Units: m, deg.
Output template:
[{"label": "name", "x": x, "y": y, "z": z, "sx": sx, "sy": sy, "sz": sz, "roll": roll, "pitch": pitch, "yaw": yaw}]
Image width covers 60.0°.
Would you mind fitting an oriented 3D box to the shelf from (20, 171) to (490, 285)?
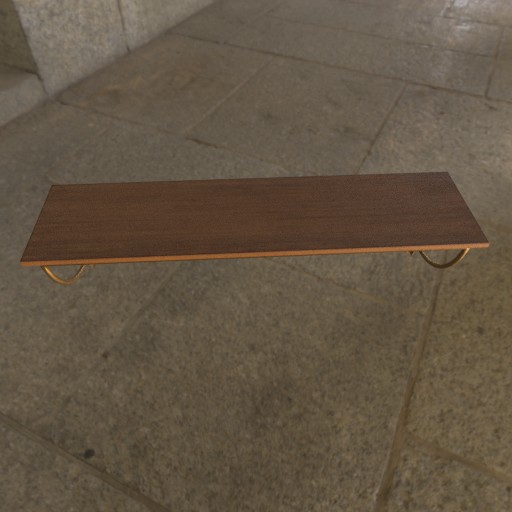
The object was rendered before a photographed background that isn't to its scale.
[{"label": "shelf", "x": 0.000, "y": 0.000, "z": 0.723, "sx": 0.636, "sy": 0.190, "sz": 0.166, "roll": -2, "pitch": 47, "yaw": -2}]
